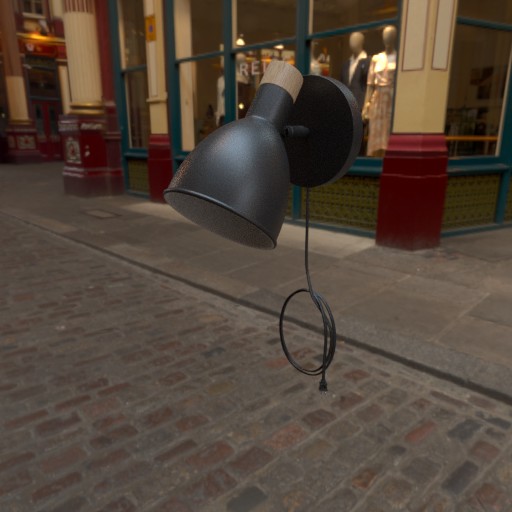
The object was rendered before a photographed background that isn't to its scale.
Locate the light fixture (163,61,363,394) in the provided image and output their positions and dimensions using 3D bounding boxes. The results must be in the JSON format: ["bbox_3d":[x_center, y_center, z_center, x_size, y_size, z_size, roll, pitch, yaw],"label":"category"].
[{"bbox_3d":[0.000,0.000,0.488,0.127,0.401,0.203,15,22,41],"label":"light fixture"}]
